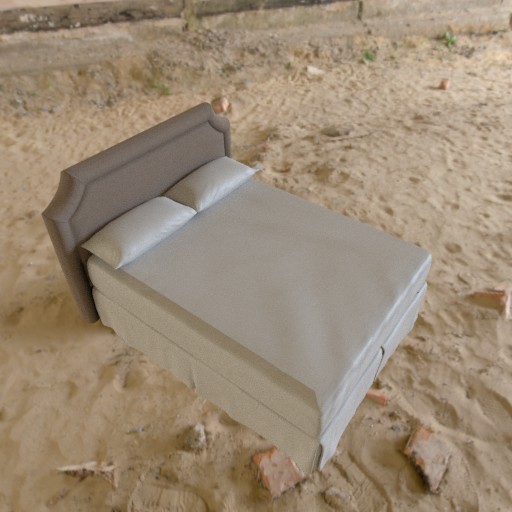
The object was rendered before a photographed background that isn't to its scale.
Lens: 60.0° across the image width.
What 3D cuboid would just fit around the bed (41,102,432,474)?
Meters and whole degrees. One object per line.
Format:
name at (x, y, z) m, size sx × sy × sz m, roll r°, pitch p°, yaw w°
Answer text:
bed at (0.000, 0.000, 3.208) m, size 2.164 × 1.303 × 1.828 m, roll 27°, pitch 48°, yaw 27°
